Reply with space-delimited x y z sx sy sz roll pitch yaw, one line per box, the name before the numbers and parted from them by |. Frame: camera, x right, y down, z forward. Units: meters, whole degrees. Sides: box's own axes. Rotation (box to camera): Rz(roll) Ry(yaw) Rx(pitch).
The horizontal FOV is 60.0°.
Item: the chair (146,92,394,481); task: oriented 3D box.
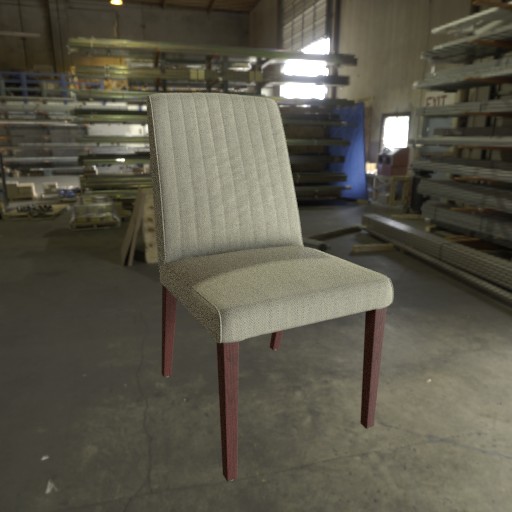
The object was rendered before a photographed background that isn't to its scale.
chair | 0.000 0.000 1.240 0.480 0.900 0.594 -8 17 -26
